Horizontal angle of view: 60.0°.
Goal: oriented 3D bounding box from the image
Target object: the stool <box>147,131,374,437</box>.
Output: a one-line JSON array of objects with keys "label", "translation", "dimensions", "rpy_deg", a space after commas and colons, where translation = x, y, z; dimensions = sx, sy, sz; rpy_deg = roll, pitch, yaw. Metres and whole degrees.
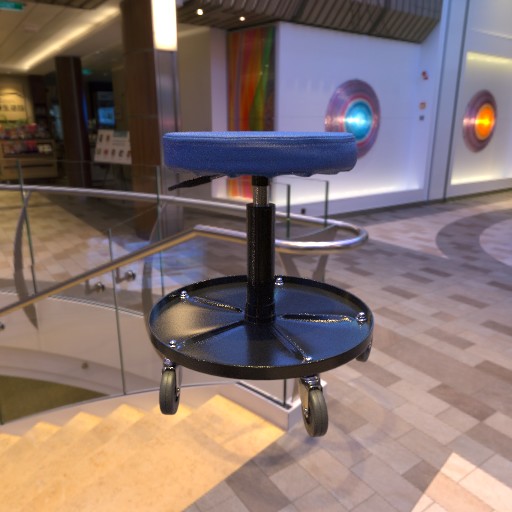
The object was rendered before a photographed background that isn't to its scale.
[{"label": "stool", "translation": [0.000, 0.000, 0.680], "dimensions": [0.382, 0.365, 0.381], "rpy_deg": [3, 17, 9]}]
